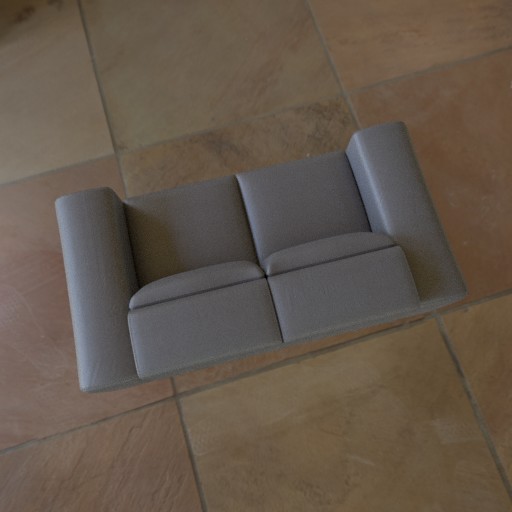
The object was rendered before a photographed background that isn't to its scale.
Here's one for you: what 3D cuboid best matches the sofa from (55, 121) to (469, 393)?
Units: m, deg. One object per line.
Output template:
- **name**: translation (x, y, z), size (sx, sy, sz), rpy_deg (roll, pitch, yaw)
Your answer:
- **sofa**: translation (0.000, 0.000, 2.415), size (1.930, 0.753, 1.024), rpy_deg (-13, 75, -4)
